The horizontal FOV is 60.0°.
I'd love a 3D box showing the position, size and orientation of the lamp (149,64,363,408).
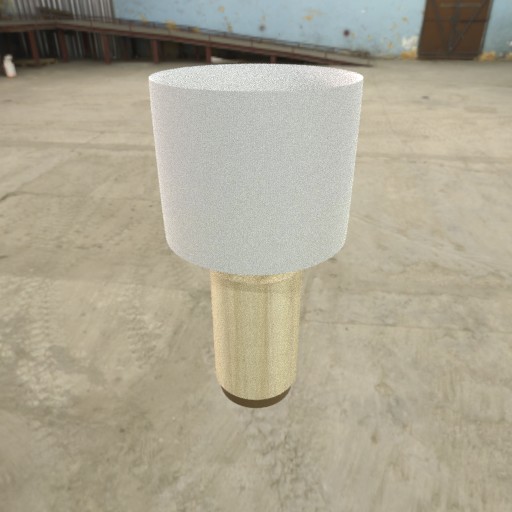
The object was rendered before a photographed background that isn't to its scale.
[{"bbox_3d":[0.000,0.000,0.583,0.228,0.444,0.228,20,35,32],"label":"lamp"}]
